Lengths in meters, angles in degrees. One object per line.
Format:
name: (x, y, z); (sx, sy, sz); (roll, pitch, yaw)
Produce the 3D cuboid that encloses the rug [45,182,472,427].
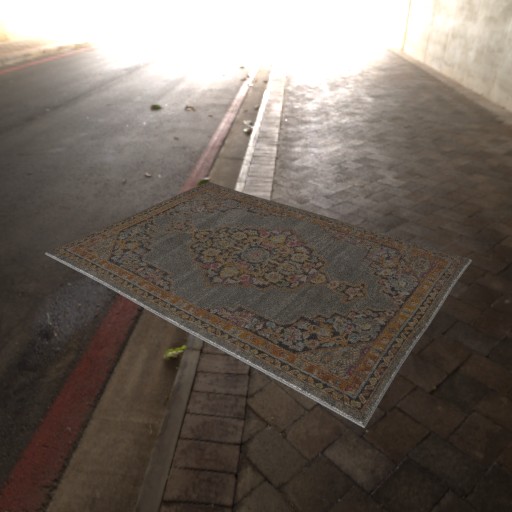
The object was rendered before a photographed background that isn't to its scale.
rug: (0.000, 0.000, 3.673); (2.901, 0.026, 2.043); (21, 37, 31)
